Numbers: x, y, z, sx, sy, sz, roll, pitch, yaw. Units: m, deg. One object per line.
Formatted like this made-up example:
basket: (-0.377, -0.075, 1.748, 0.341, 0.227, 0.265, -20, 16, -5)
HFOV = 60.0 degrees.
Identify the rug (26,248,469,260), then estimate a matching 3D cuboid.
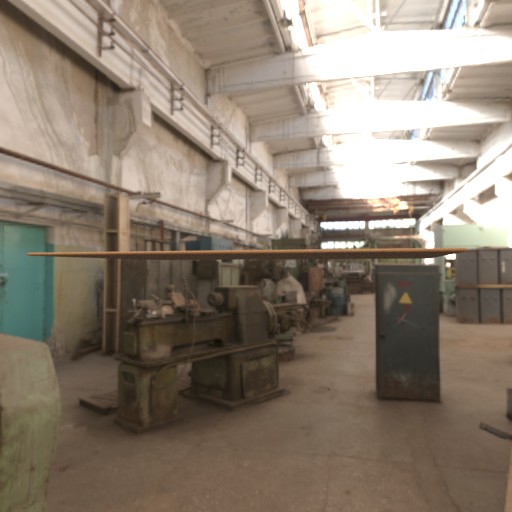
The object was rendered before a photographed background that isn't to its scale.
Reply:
rug: (0.000, 0.000, 2.110, 1.678, 0.013, 1.078, 0, -2, 16)
